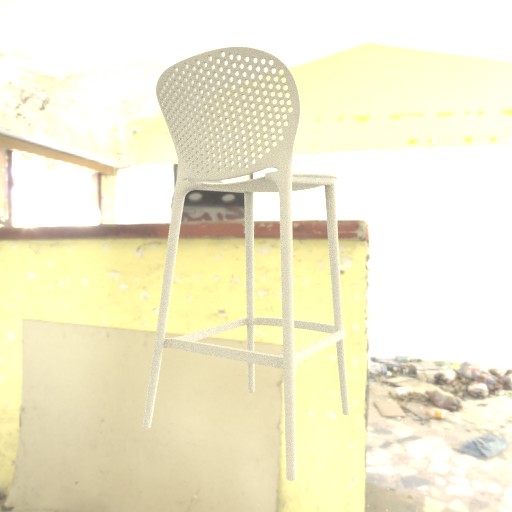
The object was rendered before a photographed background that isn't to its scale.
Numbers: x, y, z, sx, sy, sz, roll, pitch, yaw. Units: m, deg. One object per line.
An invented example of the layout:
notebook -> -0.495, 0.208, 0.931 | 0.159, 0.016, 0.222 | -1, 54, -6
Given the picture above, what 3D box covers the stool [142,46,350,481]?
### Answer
stool -> 0.000, 0.000, 1.360 | 0.536, 1.045, 0.535 | 1, 1, 36
